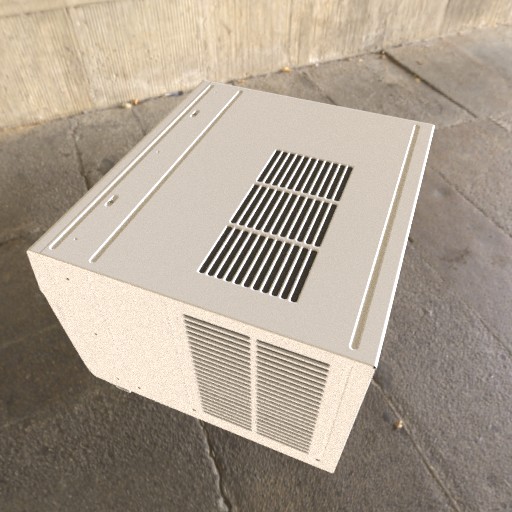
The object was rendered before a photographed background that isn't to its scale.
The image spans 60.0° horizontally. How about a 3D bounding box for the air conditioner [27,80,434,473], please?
[{"bbox_3d":[0.000,0.000,1.021,0.599,0.455,0.645,16,49,15],"label":"air conditioner"}]
